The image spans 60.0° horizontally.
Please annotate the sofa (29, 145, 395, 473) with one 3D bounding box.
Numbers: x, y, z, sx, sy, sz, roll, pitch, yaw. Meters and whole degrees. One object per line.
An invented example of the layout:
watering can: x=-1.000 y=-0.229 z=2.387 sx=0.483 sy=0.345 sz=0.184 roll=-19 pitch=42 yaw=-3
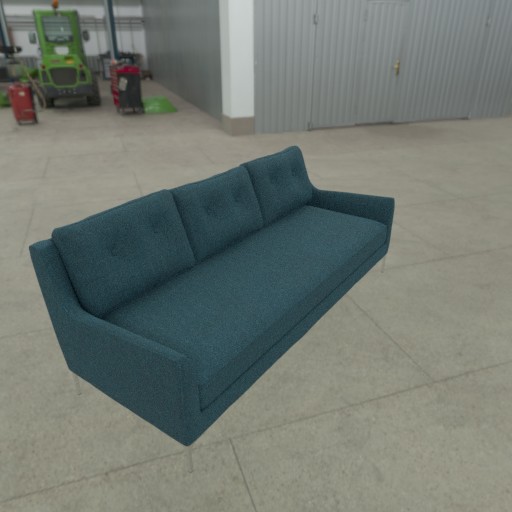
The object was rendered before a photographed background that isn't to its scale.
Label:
sofa: x=0.000 y=0.000 z=2.474 sx=0.849 sy=0.837 sz=2.060 roll=18 pitch=32 yaw=31
